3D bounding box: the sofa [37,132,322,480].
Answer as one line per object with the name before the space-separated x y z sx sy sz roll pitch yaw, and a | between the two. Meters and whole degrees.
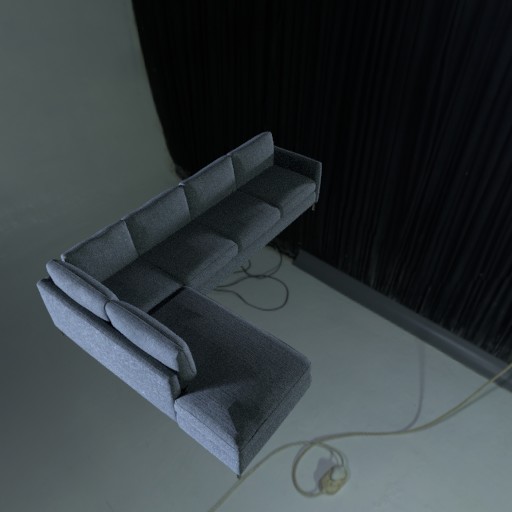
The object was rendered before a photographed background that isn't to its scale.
sofa | 0.000 0.000 3.886 2.007 0.815 2.949 27 48 27
